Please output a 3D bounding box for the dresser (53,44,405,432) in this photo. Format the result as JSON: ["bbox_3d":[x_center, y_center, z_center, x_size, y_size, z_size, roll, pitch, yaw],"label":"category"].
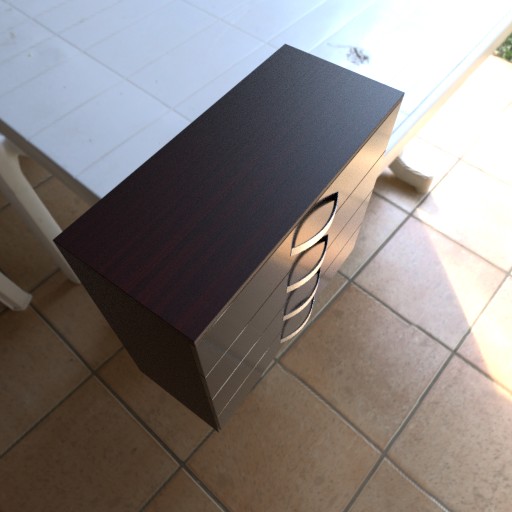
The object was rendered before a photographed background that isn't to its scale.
[{"bbox_3d":[0.000,0.000,1.204,0.360,0.720,0.750,31,62,19],"label":"dresser"}]
